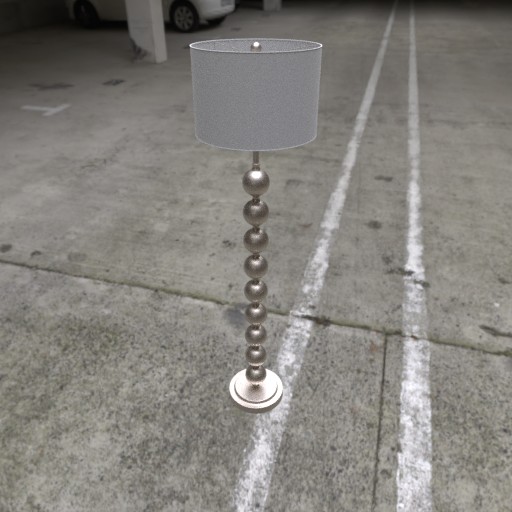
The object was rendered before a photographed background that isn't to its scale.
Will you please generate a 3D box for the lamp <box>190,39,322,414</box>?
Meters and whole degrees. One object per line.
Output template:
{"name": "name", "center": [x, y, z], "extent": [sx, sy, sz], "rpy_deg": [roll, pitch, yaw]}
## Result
{"name": "lamp", "center": [0.000, 0.000, 1.690], "extent": [0.394, 1.474, 0.394], "rpy_deg": [8, 32, 14]}
